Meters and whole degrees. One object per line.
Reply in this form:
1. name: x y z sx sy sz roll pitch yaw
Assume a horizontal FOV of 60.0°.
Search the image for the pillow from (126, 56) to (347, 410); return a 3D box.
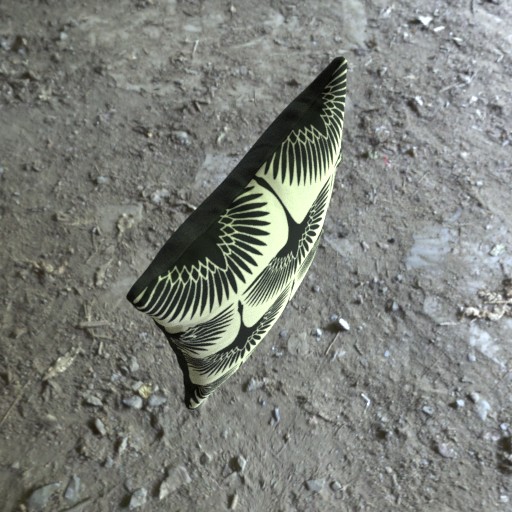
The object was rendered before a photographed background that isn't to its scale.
1. pillow: 0.000 0.000 0.680 0.139 0.432 0.432 29 63 16
